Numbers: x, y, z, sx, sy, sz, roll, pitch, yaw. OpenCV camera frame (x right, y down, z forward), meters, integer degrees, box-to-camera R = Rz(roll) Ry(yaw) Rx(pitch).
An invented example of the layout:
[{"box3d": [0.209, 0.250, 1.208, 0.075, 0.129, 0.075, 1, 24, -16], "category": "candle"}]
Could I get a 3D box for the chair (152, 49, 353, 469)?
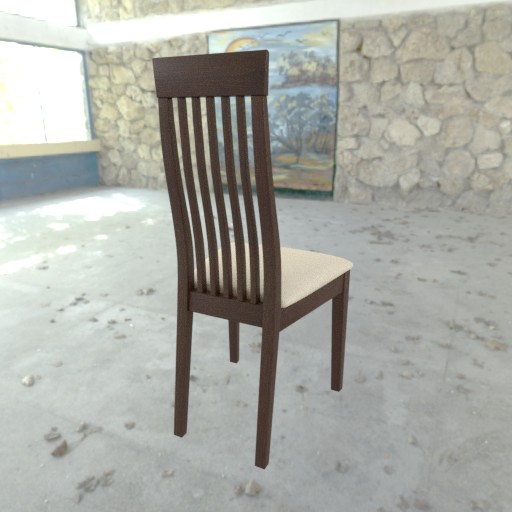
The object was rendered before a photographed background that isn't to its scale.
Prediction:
[{"box3d": [0.000, 0.000, 1.292, 0.460, 1.027, 0.474, 9, 19, 26], "category": "chair"}]
